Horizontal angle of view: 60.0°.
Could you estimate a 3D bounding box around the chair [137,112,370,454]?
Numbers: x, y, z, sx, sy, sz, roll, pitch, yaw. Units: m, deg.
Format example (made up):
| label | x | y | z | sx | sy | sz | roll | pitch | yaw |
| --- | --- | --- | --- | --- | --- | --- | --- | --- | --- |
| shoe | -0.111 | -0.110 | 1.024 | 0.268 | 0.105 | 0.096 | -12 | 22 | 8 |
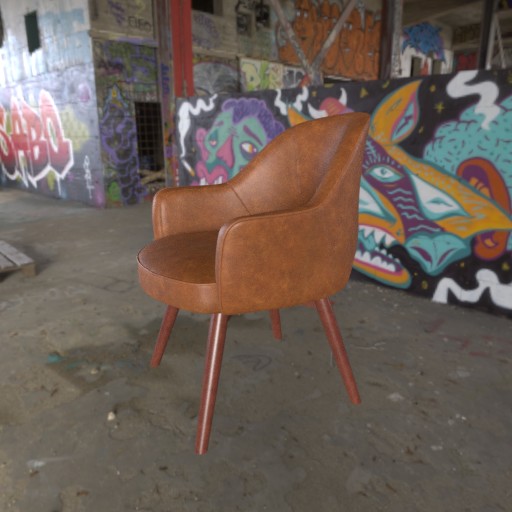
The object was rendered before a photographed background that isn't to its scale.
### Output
| label | x | y | z | sx | sy | sz | roll | pitch | yaw |
| --- | --- | --- | --- | --- | --- | --- | --- | --- | --- |
| chair | 0.000 | 0.000 | 1.236 | 0.640 | 0.777 | 0.591 | -7 | 17 | -25 |
